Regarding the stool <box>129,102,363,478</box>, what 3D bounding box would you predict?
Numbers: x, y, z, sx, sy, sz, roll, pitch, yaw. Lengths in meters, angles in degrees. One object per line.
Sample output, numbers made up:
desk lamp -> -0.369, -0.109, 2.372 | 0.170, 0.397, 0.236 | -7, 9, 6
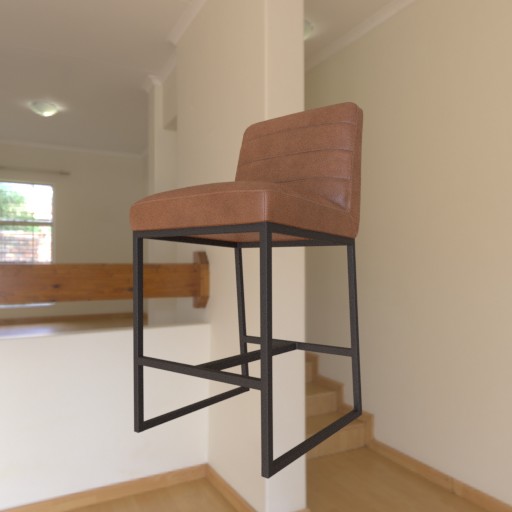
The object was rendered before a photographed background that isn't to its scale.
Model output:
stool -> 0.000, 0.000, 1.263 | 0.458, 0.940, 0.556 | -1, -1, 36
